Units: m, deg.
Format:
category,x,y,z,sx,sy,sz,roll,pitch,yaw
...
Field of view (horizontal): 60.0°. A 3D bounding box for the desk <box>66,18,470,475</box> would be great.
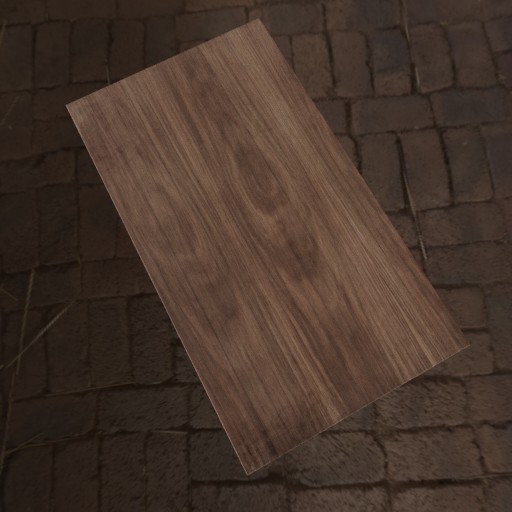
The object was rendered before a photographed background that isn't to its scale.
category,x,y,z,sx,sy,sz,roll,pitch,yaw
desk,0.000,0.000,1.387,0.588,0.758,0.949,-28,77,-7
